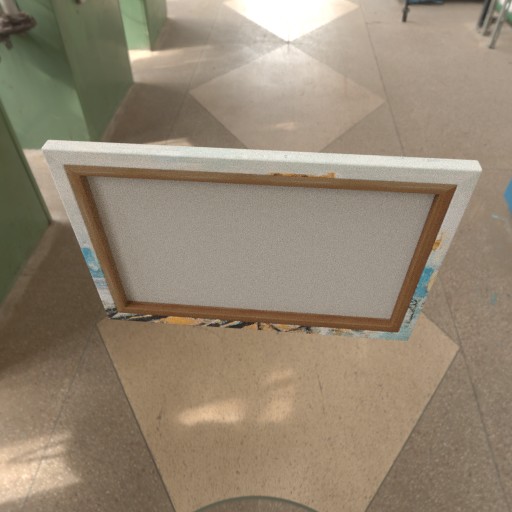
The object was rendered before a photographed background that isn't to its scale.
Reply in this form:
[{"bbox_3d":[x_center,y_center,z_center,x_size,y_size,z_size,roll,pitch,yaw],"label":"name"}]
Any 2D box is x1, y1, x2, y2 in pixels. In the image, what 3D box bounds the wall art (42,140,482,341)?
[{"bbox_3d":[0.000,0.000,1.142,0.913,0.609,0.038,4,46,3],"label":"wall art"}]
